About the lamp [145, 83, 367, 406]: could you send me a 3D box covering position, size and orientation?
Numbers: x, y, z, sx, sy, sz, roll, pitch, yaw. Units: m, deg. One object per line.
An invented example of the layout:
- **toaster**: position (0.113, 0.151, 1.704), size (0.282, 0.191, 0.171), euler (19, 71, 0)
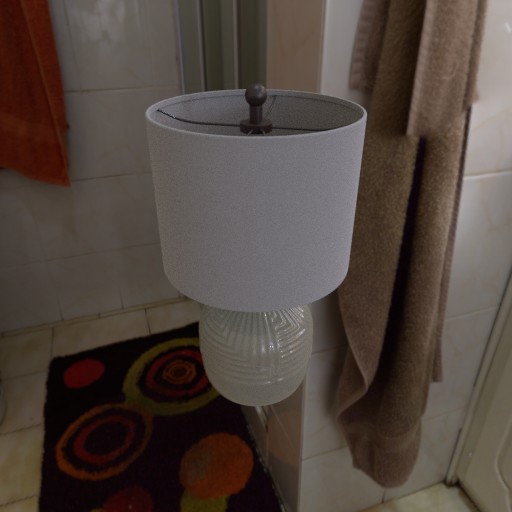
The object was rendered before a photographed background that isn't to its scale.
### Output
- **lamp**: position (0.000, 0.000, 0.773), size (0.318, 0.567, 0.318), euler (0, 30, 0)
